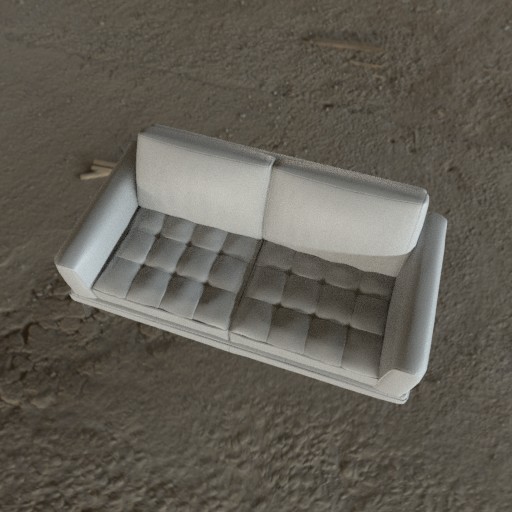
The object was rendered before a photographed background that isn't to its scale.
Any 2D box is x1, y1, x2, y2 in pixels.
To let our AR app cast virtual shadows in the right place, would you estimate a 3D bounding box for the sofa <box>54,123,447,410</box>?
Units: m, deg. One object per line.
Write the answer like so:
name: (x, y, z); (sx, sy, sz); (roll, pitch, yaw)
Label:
sofa: (0.000, 0.000, 2.741); (2.177, 0.930, 1.121); (16, 60, 10)
